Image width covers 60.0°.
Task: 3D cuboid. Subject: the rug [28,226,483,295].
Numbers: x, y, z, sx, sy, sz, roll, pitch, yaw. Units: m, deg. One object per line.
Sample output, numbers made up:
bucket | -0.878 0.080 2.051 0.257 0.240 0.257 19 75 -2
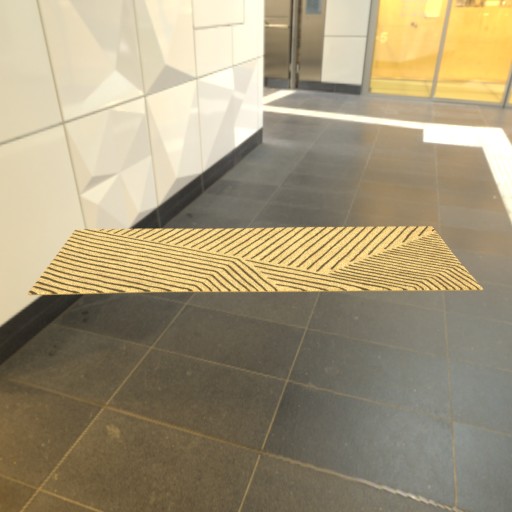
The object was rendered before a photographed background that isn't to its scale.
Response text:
rug | 0.000 0.000 2.698 2.439 0.020 0.773 -1 30 -1
